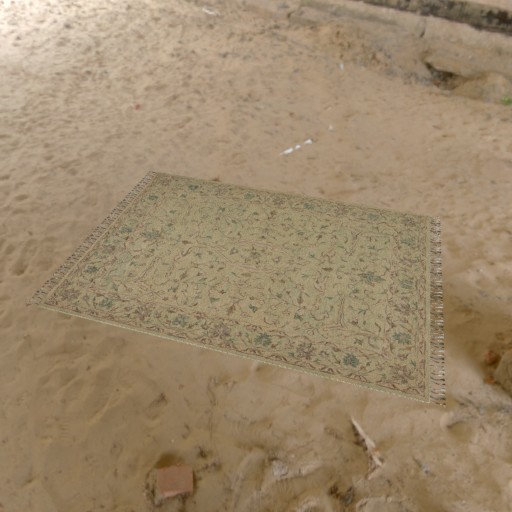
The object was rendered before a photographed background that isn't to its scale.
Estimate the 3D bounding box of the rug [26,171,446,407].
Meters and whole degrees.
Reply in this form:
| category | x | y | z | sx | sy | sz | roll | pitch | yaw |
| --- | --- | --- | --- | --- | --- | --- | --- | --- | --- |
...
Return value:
| category | x | y | z | sx | sy | sz | roll | pitch | yaw |
| --- | --- | --- | --- | --- | --- | --- | --- | --- | --- |
| rug | 0.000 | 0.000 | 2.245 | 1.802 | 0.008 | 1.247 | 11 | 42 | 12 |
